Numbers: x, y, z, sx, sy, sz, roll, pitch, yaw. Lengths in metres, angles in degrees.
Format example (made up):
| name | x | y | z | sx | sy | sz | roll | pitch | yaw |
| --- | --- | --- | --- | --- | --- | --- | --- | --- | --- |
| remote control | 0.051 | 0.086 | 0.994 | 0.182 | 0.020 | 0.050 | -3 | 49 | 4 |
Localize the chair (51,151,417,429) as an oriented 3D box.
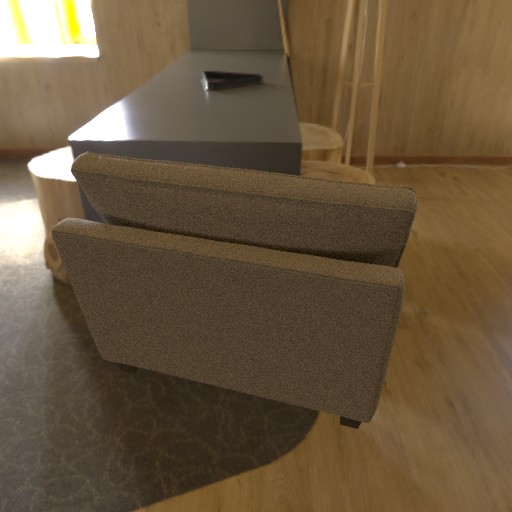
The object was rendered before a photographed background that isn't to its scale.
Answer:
| name | x | y | z | sx | sy | sz | roll | pitch | yaw |
| --- | --- | --- | --- | --- | --- | --- | --- | --- | --- |
| chair | 0.000 | 0.000 | 1.966 | 1.220 | 1.016 | 1.040 | 9 | 33 | 14 |
